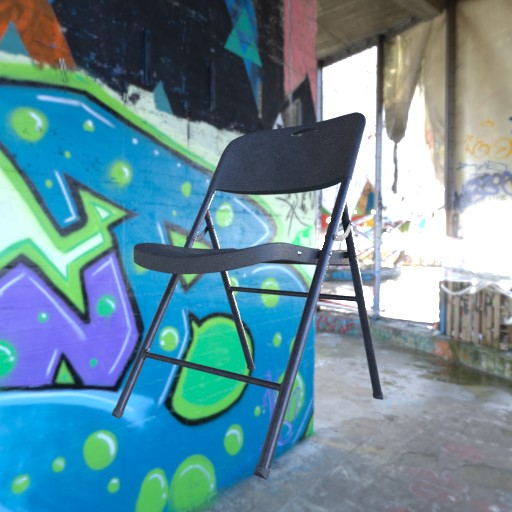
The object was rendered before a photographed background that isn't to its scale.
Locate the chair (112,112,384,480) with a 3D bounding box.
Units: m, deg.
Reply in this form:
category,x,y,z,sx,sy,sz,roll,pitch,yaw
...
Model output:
category,x,y,z,sx,sy,sz,roll,pitch,yaw
chair,0.000,0.000,1.177,0.494,0.810,0.567,1,2,39
